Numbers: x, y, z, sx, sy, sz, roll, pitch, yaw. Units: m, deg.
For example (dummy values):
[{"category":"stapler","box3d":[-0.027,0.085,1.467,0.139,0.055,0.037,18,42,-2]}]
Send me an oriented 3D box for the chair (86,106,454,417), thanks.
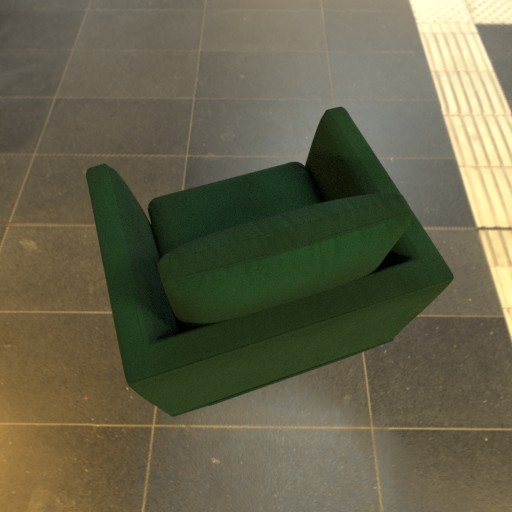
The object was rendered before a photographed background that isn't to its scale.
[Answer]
[{"category":"chair","box3d":[0.000,0.000,1.716,1.047,0.997,0.852,-16,60,-10]}]
